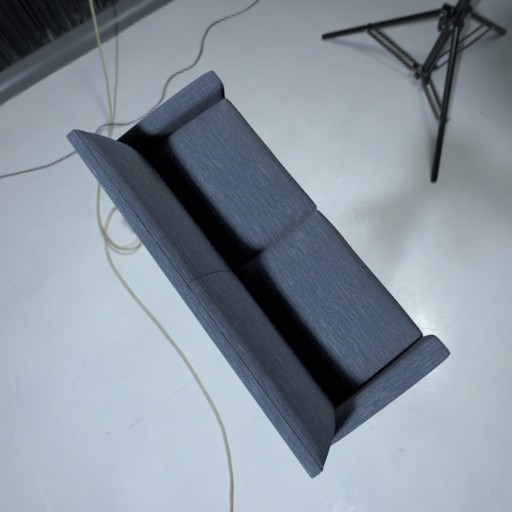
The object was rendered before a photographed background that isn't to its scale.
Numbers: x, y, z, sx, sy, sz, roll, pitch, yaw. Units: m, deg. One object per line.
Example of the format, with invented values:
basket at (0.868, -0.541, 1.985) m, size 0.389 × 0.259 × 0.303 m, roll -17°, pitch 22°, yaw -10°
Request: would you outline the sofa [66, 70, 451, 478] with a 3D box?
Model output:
sofa at (0.000, 0.000, 2.410) m, size 0.875 × 0.846 × 1.976 m, roll -36°, pitch 79°, yaw -9°
